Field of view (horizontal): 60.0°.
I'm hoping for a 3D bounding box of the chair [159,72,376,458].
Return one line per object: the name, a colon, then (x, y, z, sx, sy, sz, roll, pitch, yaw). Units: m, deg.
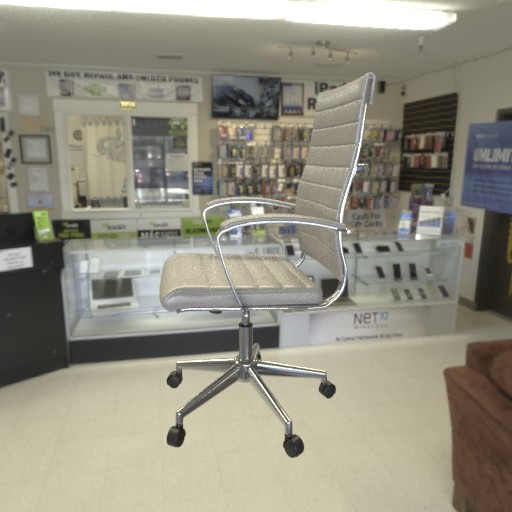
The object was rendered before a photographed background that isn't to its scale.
chair: (0.000, 0.000, 1.548, 0.667, 1.149, 0.679, -2, 13, -10)
